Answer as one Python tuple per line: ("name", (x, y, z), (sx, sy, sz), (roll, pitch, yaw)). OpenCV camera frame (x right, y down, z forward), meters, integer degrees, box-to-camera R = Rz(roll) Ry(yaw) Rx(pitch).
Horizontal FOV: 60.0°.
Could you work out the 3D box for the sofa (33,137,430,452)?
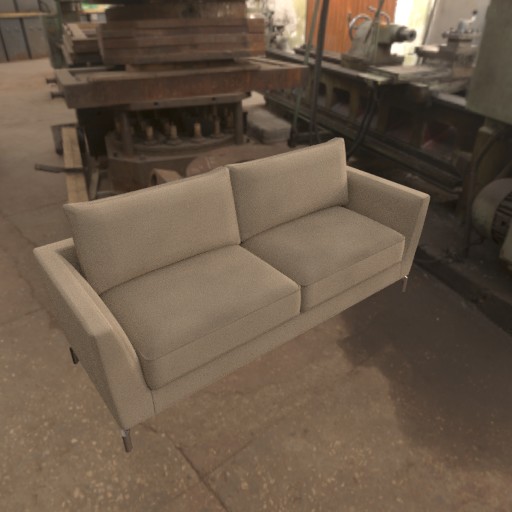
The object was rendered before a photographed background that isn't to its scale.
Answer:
("sofa", (0.000, 0.000, 2.652), (2.214, 1.005, 0.868), (-22, 37, -32))
